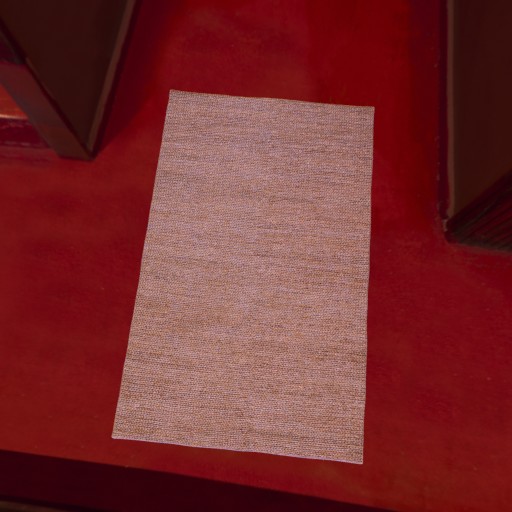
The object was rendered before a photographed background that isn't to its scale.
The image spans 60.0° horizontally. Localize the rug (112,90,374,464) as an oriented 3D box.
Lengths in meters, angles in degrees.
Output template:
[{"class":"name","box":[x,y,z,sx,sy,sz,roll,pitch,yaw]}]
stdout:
[{"class":"rug","box":[0.000,0.000,2.978,1.521,0.034,2.438,5,75,1]}]
